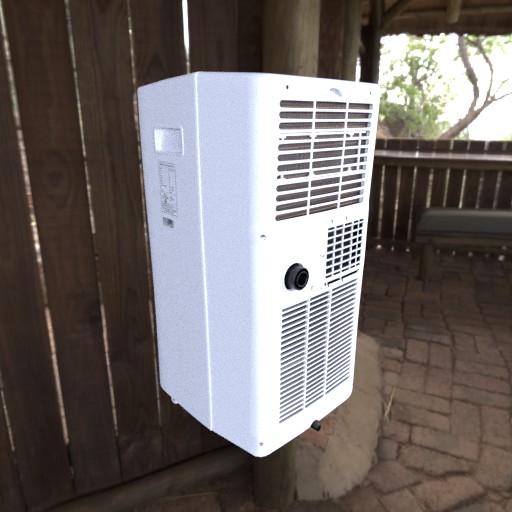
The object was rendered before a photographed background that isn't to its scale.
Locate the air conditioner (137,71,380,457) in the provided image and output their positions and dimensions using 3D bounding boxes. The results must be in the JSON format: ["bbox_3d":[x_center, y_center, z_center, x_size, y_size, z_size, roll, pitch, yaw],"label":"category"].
[{"bbox_3d":[0.000,0.000,0.816,0.304,0.606,0.349,-16,23,-42],"label":"air conditioner"}]
